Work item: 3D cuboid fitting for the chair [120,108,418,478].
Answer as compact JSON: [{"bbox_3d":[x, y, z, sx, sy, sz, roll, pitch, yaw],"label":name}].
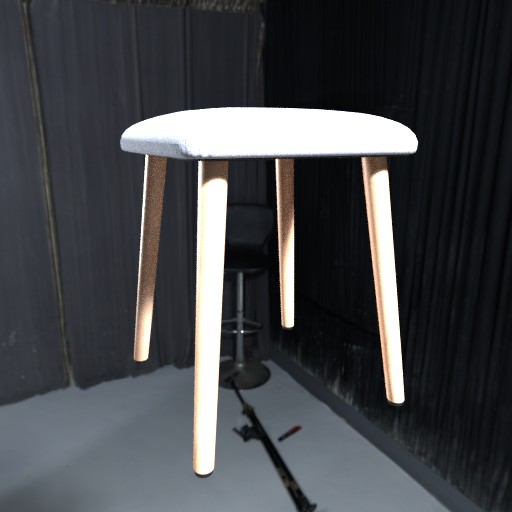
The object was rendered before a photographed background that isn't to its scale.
[{"bbox_3d":[0.000,0.000,0.703,0.350,0.440,0.350,-8,17,-27],"label":"chair"}]
